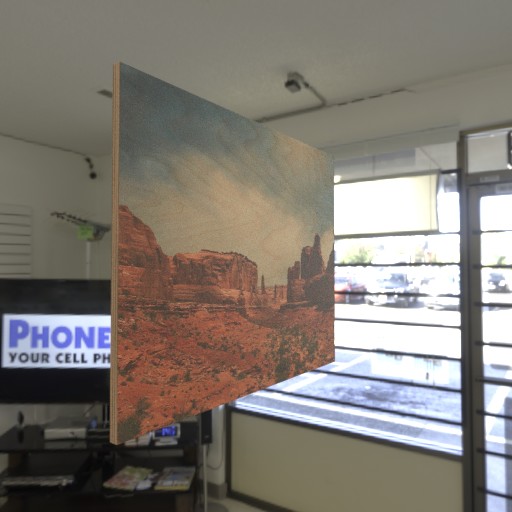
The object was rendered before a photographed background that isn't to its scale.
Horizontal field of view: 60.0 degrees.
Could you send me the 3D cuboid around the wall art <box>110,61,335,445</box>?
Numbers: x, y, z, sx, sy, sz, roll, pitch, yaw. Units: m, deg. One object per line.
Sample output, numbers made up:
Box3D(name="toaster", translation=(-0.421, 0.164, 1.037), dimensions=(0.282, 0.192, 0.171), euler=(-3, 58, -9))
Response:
Box3D(name="wall art", translation=(0.000, 0.000, 0.677), dimensions=(0.013, 0.406, 0.508), euler=(-1, -2, 36))
